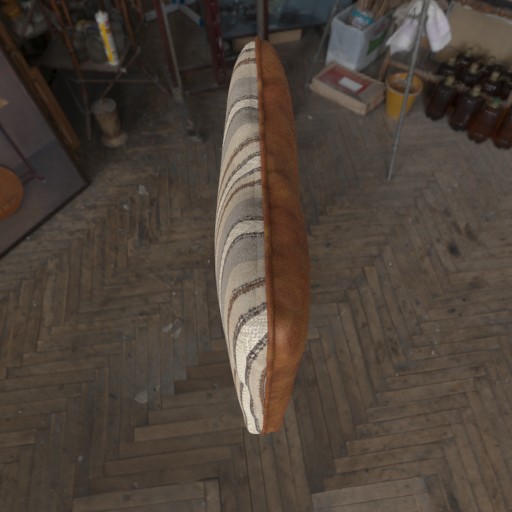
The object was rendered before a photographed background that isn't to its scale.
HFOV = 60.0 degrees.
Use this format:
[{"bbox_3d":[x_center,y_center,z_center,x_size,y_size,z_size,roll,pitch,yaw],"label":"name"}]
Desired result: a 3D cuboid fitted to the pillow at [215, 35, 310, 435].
[{"bbox_3d":[0.000,0.000,0.724,0.130,0.490,0.489,-1,58,-1],"label":"pillow"}]
